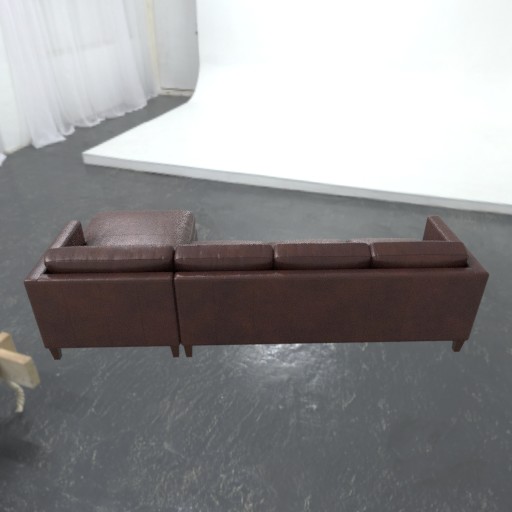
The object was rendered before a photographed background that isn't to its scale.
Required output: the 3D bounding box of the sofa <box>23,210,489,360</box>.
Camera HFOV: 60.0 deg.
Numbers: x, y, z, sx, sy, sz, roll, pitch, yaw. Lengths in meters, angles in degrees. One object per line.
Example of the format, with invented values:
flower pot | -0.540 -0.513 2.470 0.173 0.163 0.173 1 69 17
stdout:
sofa | 0.000 0.000 3.848 3.203 0.883 1.581 -1 31 -1
